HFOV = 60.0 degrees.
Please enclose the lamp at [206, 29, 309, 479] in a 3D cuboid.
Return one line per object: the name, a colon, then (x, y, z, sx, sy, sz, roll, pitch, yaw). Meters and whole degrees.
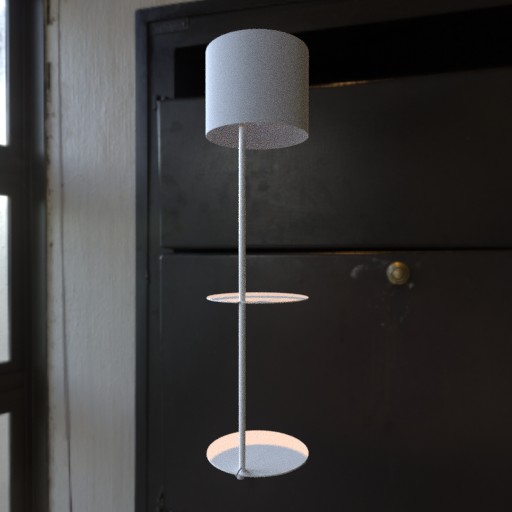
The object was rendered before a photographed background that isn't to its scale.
lamp: (0.000, 0.000, 1.605, 0.372, 1.465, 0.405, 0, 0, 19)
